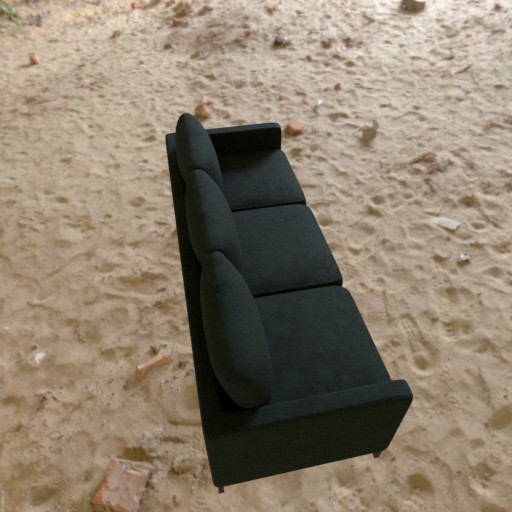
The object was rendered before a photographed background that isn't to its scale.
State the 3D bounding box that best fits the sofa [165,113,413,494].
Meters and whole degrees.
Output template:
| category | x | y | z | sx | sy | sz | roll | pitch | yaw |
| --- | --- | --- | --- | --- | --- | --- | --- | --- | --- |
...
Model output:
| category | x | y | z | sx | sy | sz | roll | pitch | yaw |
| --- | --- | --- | --- | --- | --- | --- | --- | --- | --- |
| sofa | 0.000 | 0.000 | 2.590 | 0.859 | 0.870 | 2.218 | -9 | 46 | -8 |
